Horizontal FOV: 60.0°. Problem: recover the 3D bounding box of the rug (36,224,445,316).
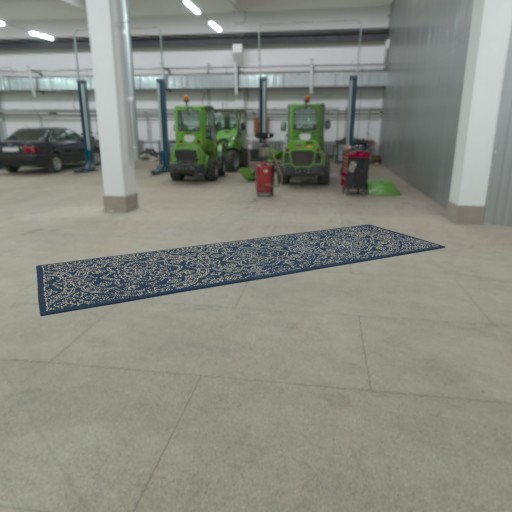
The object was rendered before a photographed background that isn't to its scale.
[{"bbox_3d":[0.000,0.000,2.743,2.448,0.012,0.769,-8,18,-25],"label":"rug"}]
